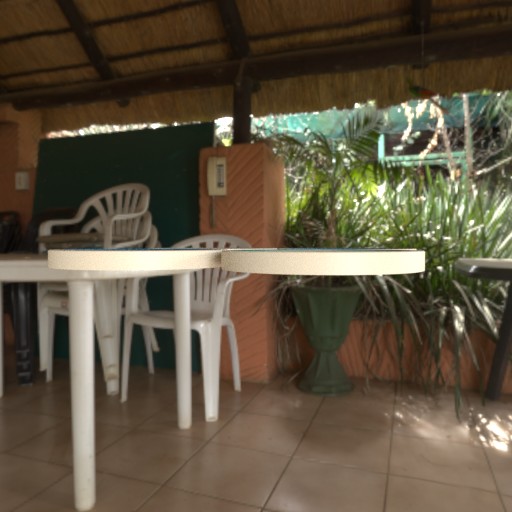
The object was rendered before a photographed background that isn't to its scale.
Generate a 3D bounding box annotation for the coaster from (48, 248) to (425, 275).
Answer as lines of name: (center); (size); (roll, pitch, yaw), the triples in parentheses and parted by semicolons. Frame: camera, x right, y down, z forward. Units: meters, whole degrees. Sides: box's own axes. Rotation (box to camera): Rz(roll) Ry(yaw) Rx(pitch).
coaster: (0.000, 0.000, 0.316); (0.220, 0.010, 0.224); (0, 2, 18)
